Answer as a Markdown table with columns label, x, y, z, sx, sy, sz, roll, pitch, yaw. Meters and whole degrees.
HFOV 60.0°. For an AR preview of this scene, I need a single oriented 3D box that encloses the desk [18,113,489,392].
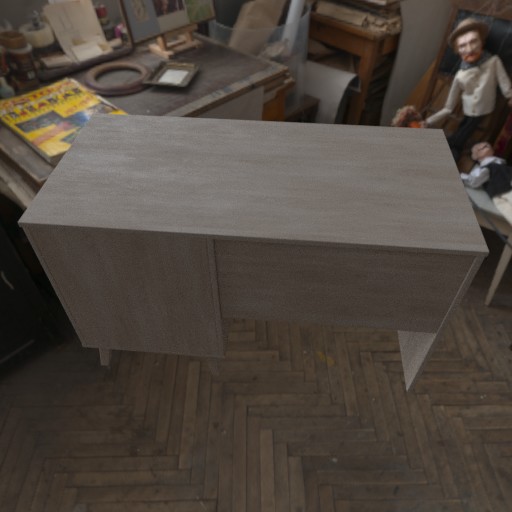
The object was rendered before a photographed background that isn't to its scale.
| label | x | y | z | sx | sy | sz | roll | pitch | yaw |
| --- | --- | --- | --- | --- | --- | --- | --- | --- | --- |
| desk | 0.000 | 0.000 | 1.653 | 1.251 | 0.770 | 0.600 | 4 | 46 | 4 |
